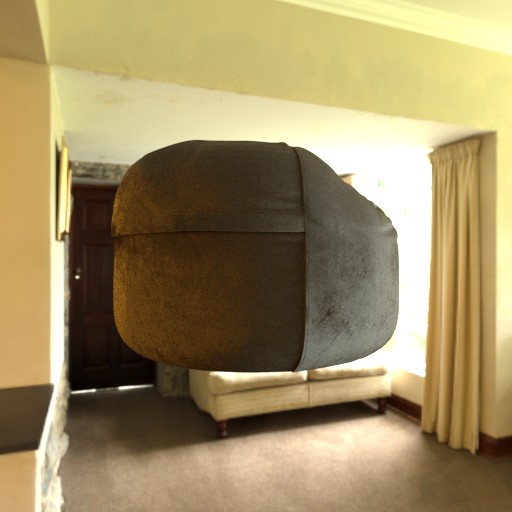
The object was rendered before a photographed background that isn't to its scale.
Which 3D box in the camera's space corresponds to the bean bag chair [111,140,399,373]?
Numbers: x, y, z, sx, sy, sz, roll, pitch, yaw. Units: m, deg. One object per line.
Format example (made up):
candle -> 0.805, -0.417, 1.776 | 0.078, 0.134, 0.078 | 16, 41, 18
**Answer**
bean bag chair -> 0.000, 0.000, 1.485 | 0.918, 0.605, 0.918 | 0, 0, 0
